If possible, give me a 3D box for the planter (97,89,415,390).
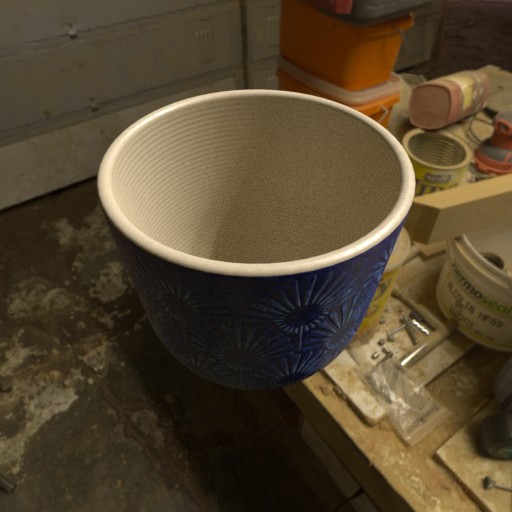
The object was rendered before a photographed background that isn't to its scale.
[{"bbox_3d":[0.000,0.000,0.296,0.170,0.153,0.170,0,46,0],"label":"planter"}]
